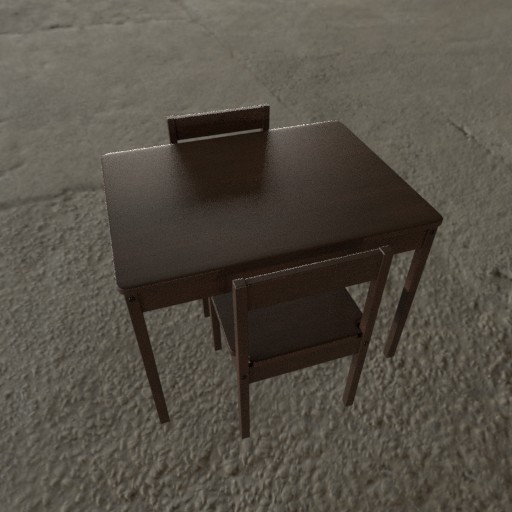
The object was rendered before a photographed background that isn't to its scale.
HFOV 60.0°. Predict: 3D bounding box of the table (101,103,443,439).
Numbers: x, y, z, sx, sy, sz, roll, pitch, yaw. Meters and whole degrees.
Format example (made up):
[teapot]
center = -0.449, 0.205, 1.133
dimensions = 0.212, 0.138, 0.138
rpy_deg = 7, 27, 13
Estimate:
[table]
center = 0.000, 0.000, 1.135
dimensions = 0.650, 0.503, 0.672
rpy_deg = -12, 43, -13
